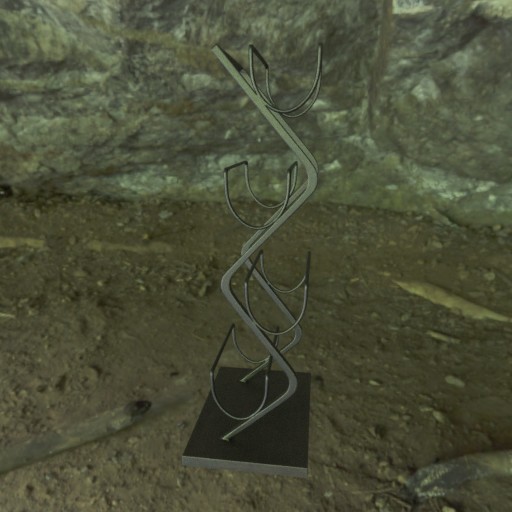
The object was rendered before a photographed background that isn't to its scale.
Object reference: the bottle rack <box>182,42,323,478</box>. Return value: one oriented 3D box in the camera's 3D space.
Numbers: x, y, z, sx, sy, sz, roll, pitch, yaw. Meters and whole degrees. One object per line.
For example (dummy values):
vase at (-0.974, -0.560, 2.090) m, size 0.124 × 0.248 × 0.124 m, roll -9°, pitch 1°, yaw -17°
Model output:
bottle rack at (0.000, 0.000, 0.668) m, size 0.178 × 0.559 × 0.254 m, roll 2°, pitch 16°, yaw 8°
